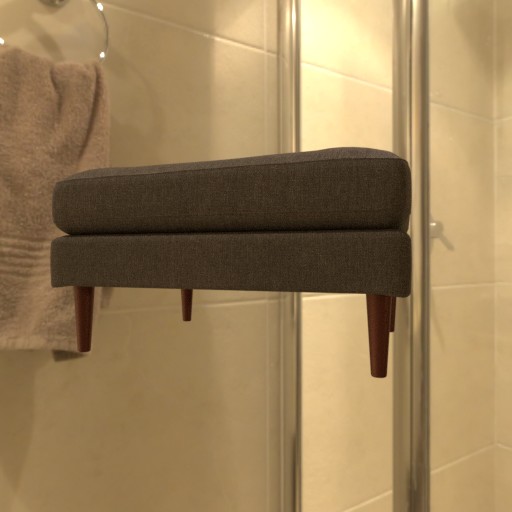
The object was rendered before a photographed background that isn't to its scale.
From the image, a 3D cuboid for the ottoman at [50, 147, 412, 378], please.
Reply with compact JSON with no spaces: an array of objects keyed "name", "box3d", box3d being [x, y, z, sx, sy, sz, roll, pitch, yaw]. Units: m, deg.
[{"name":"ottoman","box3d":[0.000,0.000,1.246,0.821,0.474,0.693,0,0,19]}]
